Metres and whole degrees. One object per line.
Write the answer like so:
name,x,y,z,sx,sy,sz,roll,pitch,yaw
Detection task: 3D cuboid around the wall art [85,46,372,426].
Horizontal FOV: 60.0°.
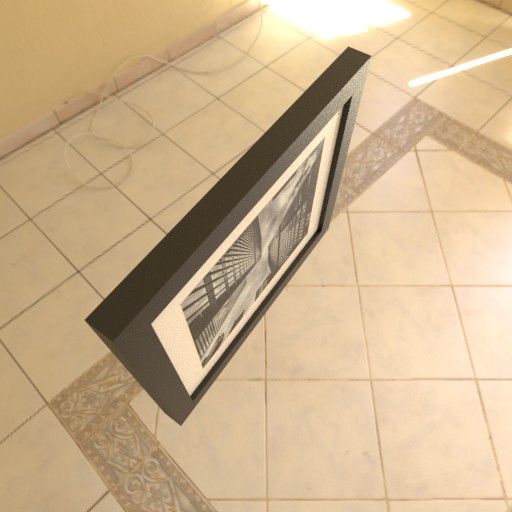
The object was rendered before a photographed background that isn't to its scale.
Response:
wall art,0.000,0.000,0.525,0.028,0.321,0.381,31,64,17
